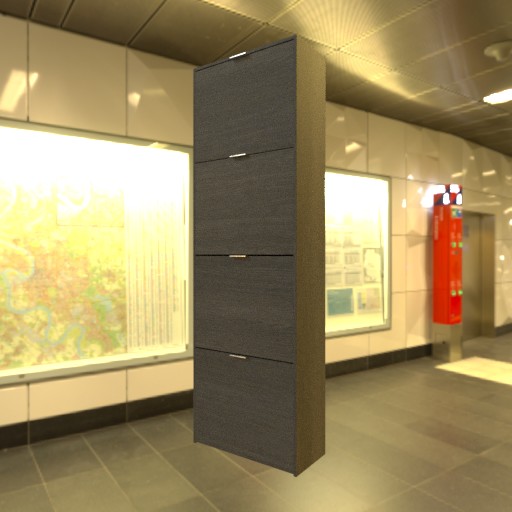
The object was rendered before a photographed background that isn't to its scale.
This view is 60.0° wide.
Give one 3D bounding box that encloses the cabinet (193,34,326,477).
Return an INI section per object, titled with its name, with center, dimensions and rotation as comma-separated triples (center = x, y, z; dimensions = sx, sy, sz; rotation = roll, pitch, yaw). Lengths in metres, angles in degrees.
[cabinet]
center = 0.000, 0.000, 1.869
dimensions = 0.520, 1.630, 0.255
rotation = 0, 0, 36
